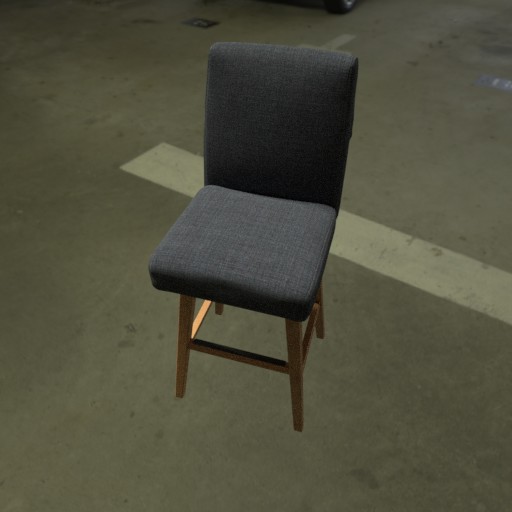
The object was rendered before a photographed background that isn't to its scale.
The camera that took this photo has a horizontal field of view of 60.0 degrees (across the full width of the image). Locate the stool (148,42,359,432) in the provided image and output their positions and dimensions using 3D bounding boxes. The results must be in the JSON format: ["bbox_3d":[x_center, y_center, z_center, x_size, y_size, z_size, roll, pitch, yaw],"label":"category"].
[{"bbox_3d":[0.000,0.000,1.402,0.483,1.112,0.570,11,43,12],"label":"stool"}]
